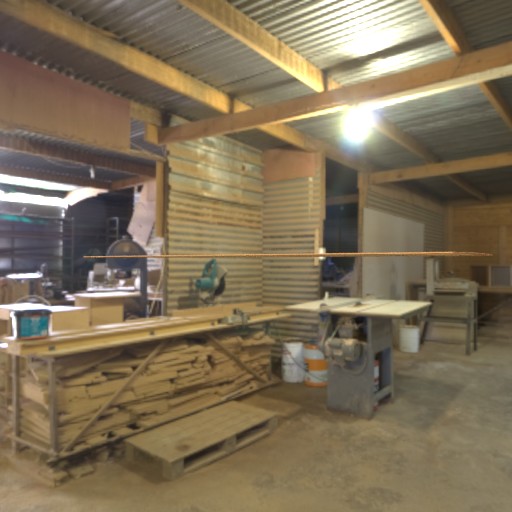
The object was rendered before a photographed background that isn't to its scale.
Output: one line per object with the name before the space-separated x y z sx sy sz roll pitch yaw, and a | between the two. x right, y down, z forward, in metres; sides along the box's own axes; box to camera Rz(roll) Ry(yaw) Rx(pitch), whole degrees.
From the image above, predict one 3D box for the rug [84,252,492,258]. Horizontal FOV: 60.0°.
rug | 0.000 0.000 2.692 2.444 0.010 0.799 -1 -1 37
